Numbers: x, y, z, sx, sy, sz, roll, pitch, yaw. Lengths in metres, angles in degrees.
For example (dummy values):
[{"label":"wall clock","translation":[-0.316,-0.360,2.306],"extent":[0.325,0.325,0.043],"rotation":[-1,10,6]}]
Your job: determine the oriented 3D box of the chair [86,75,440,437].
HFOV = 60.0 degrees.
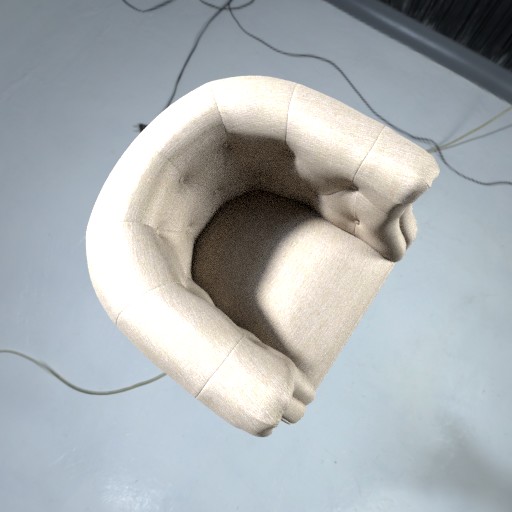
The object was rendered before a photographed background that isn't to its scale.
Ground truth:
[{"label":"chair","translation":[0.000,0.000,1.517],"extent":[0.852,0.827,0.905],"rotation":[34,78,8]}]
